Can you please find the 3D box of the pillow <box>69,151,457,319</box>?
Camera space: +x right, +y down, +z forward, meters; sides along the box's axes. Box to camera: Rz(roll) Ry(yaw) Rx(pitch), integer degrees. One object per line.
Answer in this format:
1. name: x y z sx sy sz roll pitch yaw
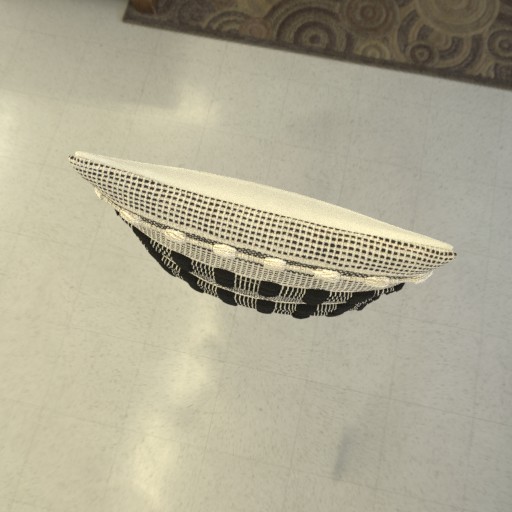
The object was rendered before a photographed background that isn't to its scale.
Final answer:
1. pillow: 0.000 0.000 0.683 0.436 0.438 0.156 15 77 3
